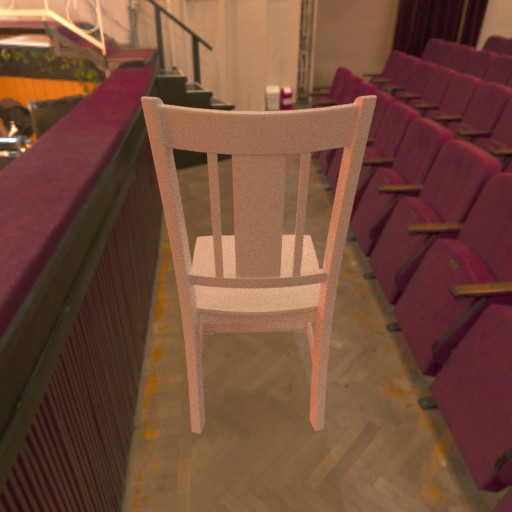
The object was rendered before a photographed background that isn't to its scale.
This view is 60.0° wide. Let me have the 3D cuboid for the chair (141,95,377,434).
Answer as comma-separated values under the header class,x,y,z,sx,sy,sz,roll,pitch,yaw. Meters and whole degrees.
class,x,y,z,sx,sy,sz,roll,pitch,yaw
chair,0.000,0.000,1.313,0.450,0.998,0.555,-1,30,-1
